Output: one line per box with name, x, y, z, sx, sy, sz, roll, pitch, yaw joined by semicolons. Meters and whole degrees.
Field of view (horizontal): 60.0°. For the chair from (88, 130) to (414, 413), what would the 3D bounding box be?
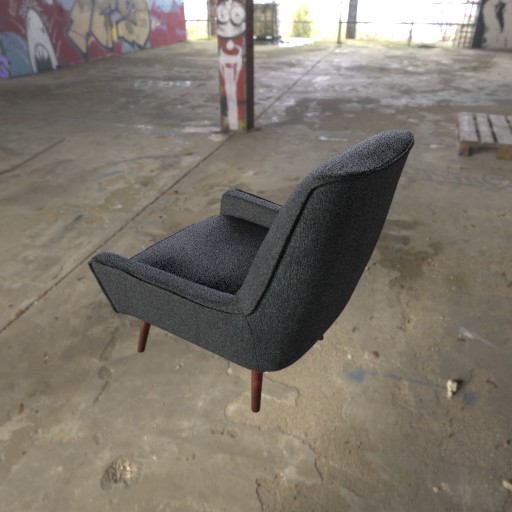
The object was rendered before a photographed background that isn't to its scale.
chair;0.000;0.000;1.513;0.859;0.883;0.763;20;36;30
